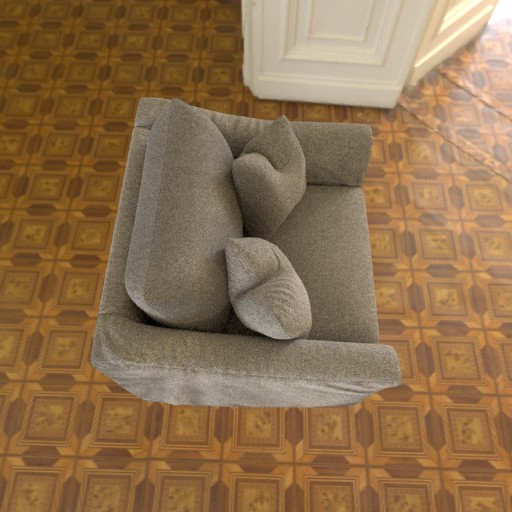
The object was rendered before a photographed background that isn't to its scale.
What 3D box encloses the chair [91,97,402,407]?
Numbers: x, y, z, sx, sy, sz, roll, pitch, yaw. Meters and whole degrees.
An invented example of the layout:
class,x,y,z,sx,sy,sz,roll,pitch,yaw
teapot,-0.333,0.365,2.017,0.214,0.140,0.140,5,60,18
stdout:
class,x,y,z,sx,sy,sz,roll,pitch,yaw
chair,0.000,0.000,1.990,1.071,1.059,1.194,1,63,1
